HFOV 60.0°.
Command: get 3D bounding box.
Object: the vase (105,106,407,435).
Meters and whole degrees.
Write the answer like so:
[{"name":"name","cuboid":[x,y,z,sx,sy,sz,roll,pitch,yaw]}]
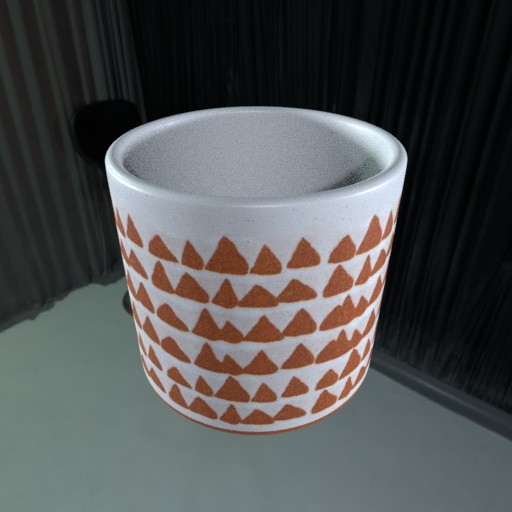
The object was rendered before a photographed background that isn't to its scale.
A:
[{"name":"vase","cuboid":[0.000,0.000,0.240,0.137,0.127,0.137,0,32,0]}]
